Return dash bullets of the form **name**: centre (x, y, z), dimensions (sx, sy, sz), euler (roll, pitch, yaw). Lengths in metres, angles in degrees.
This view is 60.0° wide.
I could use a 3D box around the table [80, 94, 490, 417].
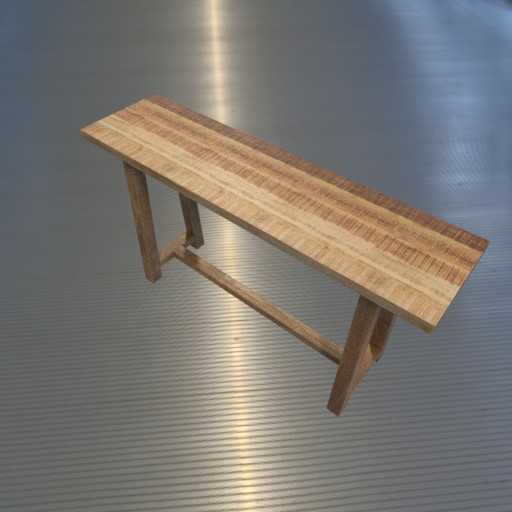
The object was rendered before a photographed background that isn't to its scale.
- **table**: centre (0.000, 0.000, 1.875), dimensions (1.524, 0.810, 0.405), euler (31, 53, 26)
